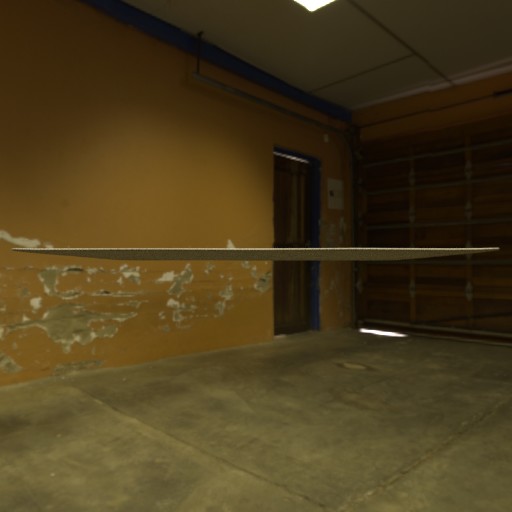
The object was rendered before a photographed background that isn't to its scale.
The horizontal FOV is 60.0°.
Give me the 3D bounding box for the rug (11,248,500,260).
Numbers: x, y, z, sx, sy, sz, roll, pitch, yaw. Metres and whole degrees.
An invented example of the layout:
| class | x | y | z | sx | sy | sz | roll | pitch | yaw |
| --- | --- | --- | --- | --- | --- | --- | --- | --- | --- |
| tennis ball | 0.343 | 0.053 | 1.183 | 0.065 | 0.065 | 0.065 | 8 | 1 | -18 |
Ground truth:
| class | x | y | z | sx | sy | sz | roll | pitch | yaw |
| --- | --- | --- | --- | --- | --- | --- | --- | --- | --- |
| rug | 0.000 | 0.000 | 4.262 | 3.381 | 0.026 | 2.436 | 0 | -2 | 1 |
